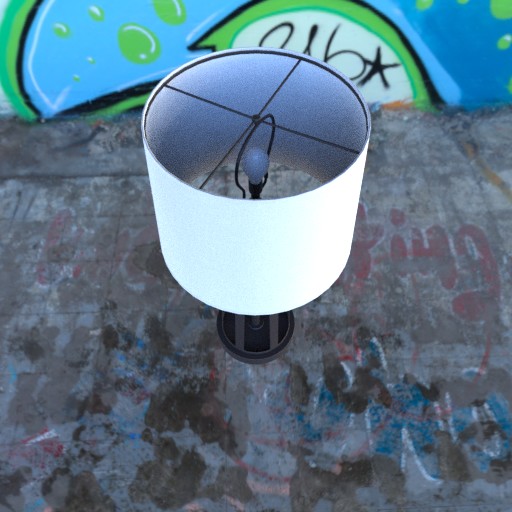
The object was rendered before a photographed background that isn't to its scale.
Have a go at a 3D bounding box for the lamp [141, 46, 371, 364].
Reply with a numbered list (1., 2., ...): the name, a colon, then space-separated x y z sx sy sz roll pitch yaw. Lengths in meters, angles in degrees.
1. lamp: 0.000 0.000 0.642 0.251 0.509 0.251 0 57 0
